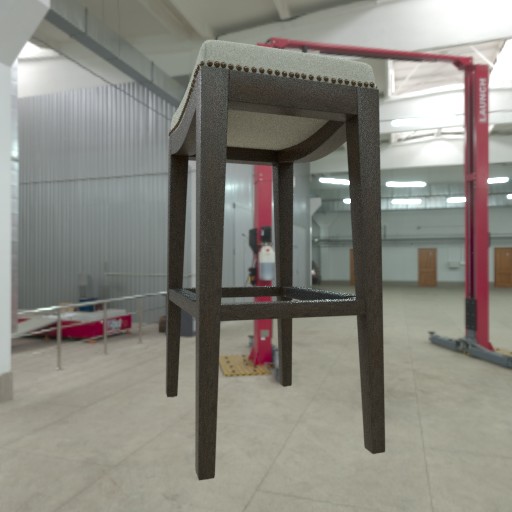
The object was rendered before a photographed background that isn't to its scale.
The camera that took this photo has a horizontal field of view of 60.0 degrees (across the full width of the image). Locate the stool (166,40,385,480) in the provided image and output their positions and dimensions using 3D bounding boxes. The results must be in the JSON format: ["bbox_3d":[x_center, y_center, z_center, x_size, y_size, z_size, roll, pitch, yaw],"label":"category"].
[{"bbox_3d":[0.000,0.000,1.027,0.358,0.759,0.498,0,-1,-18],"label":"stool"}]
